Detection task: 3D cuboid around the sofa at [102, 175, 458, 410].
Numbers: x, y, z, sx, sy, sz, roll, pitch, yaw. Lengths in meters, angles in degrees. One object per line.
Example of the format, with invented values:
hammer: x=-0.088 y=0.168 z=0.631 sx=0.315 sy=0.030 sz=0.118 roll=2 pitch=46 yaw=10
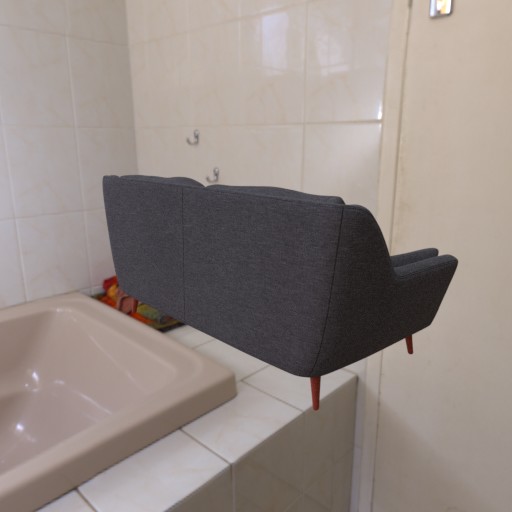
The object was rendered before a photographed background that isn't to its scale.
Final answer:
sofa: x=0.000 y=0.000 z=2.518 sx=0.975 sy=0.896 sz=1.929 roll=-14 pitch=20 yaw=-43
